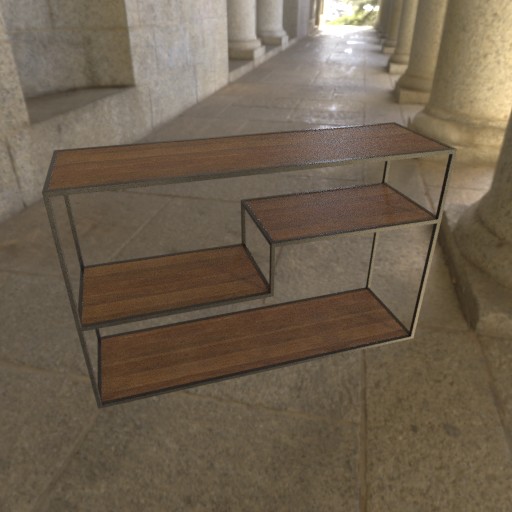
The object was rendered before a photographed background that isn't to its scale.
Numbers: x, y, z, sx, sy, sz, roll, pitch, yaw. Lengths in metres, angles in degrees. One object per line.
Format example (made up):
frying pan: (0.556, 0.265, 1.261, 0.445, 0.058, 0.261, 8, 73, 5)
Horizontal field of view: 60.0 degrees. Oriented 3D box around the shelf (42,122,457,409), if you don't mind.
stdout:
shelf: (0.000, 0.000, 1.567, 1.201, 0.765, 0.361, -9, 32, -15)
